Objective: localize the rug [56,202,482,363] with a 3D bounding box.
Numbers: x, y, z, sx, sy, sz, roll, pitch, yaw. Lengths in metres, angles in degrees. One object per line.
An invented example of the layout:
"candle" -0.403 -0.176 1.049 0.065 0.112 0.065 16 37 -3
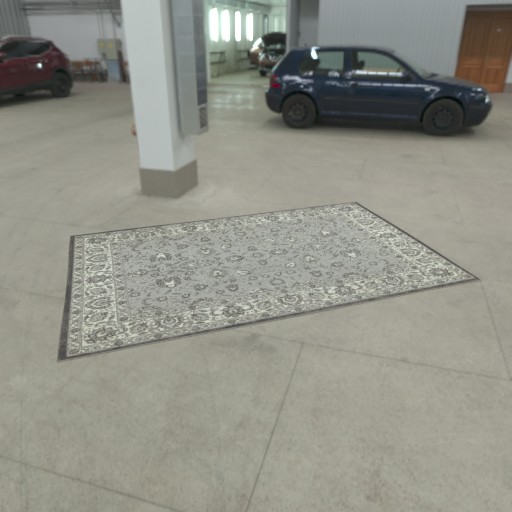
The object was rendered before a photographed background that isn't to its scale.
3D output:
"rug" 0.000 0.000 3.024 2.438 0.011 1.524 -8 28 -16
